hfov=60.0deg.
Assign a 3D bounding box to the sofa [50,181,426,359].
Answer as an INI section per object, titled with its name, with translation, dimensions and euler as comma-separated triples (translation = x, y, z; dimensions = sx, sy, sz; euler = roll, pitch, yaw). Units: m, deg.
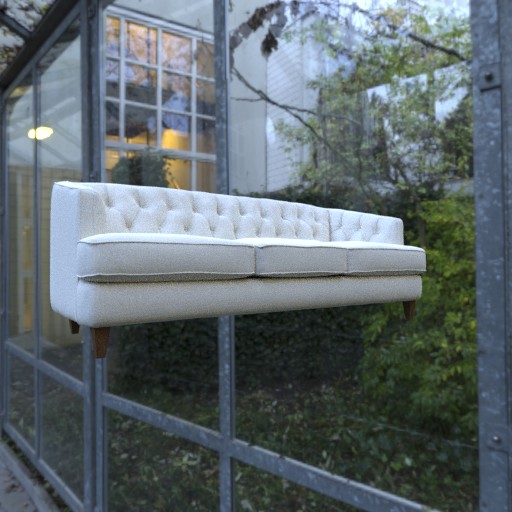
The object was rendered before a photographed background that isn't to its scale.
[sofa]
translation = 0.000, 0.000, 2.720
dimensions = 2.278, 0.855, 0.941
euler = 1, -1, -37
